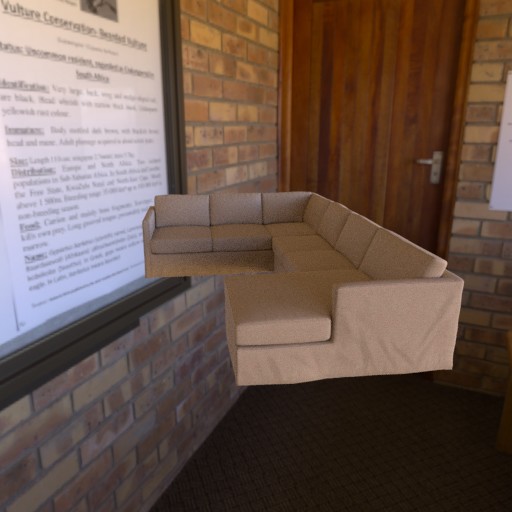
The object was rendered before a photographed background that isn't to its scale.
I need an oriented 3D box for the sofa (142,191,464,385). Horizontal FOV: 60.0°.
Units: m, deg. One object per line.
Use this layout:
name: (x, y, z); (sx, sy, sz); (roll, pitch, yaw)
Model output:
sofa: (0.000, 0.000, 4.572); (2.427, 0.882, 3.460); (-2, 16, -8)
